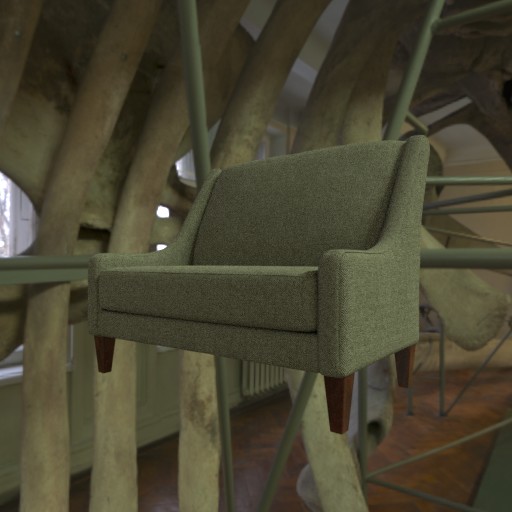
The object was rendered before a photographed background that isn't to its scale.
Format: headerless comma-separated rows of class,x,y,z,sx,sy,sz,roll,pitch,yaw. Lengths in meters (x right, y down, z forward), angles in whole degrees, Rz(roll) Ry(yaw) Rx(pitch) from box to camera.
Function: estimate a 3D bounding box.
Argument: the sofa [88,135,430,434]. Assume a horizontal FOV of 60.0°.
sofa,0.000,0.000,1.903,1.242,1.021,0.870,0,-1,37
